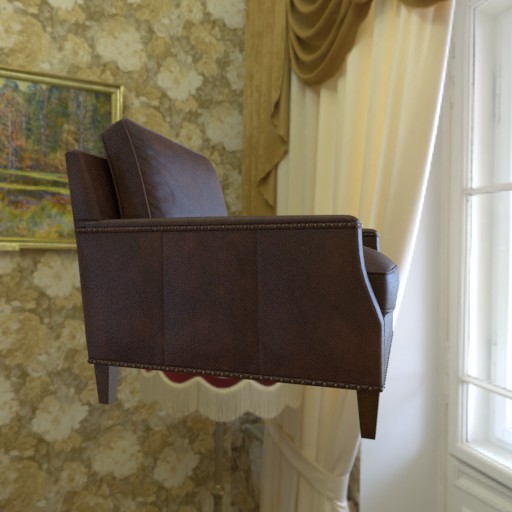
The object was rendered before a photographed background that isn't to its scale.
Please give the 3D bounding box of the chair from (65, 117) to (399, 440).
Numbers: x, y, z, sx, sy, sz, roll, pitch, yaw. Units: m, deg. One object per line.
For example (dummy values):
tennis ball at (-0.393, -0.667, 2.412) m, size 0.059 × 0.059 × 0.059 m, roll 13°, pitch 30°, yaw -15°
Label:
chair at (0.000, 0.000, 1.653) m, size 1.014 × 0.929 × 0.853 m, roll 0°, pitch 1°, yaw 19°
